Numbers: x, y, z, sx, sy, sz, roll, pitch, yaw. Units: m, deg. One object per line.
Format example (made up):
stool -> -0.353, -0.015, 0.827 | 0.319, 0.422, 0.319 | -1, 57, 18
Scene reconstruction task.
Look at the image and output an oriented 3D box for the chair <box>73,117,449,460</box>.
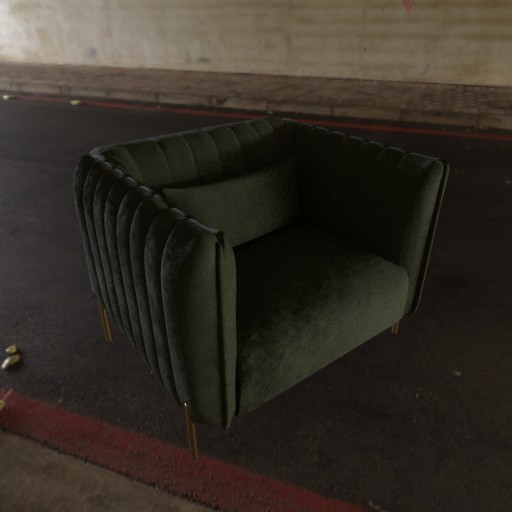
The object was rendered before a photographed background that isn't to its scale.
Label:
chair -> 0.000, 0.000, 1.647 | 1.032, 0.794, 0.877 | -21, 36, -32
